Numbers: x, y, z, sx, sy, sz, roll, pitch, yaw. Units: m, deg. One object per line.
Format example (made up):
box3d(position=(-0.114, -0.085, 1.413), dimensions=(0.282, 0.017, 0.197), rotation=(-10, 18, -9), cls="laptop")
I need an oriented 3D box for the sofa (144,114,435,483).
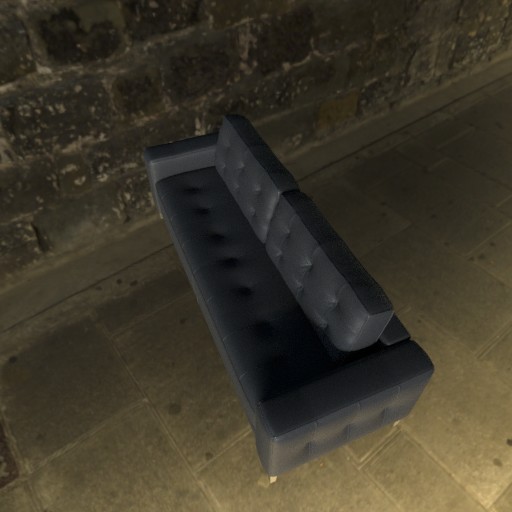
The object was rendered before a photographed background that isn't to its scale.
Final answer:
box3d(position=(0.000, 0.000, 2.712), dimensions=(0.833, 0.893, 2.275), rotation=(-17, 49, -15), cls="sofa")
